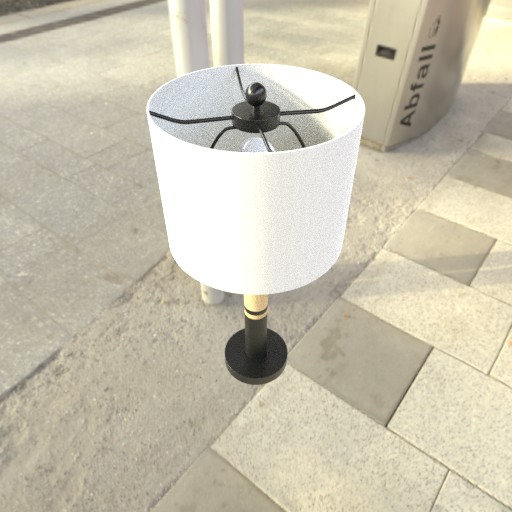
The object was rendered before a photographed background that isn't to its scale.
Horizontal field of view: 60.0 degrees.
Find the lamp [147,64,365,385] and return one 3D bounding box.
[{"bbox_3d":[0.000,0.000,0.824,0.305,0.640,0.305,26,48,26],"label":"lamp"}]
